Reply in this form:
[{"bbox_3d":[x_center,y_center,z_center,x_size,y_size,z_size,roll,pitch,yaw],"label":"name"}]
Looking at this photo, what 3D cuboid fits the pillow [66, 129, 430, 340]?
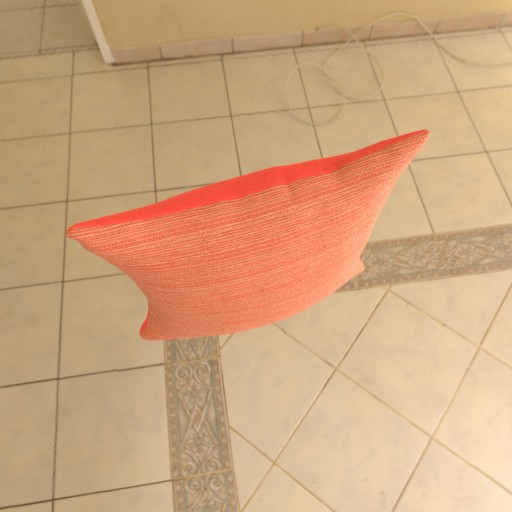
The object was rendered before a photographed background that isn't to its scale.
[{"bbox_3d":[0.000,0.000,0.837,0.559,0.501,0.229,-16,65,-8],"label":"pillow"}]
